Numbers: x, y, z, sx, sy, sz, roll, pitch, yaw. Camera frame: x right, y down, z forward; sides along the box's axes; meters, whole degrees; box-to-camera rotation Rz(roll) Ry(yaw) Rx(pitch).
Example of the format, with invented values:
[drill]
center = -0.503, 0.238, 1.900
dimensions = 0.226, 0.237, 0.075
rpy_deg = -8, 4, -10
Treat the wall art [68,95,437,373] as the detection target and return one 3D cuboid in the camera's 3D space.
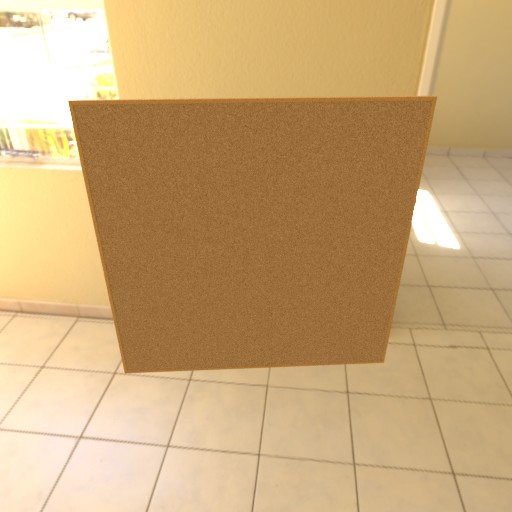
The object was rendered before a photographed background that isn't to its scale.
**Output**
[wall art]
center = 0.000, 0.000, 1.403
dimensions = 0.962, 0.959, 0.013
rpy_deg = -2, 31, -3
